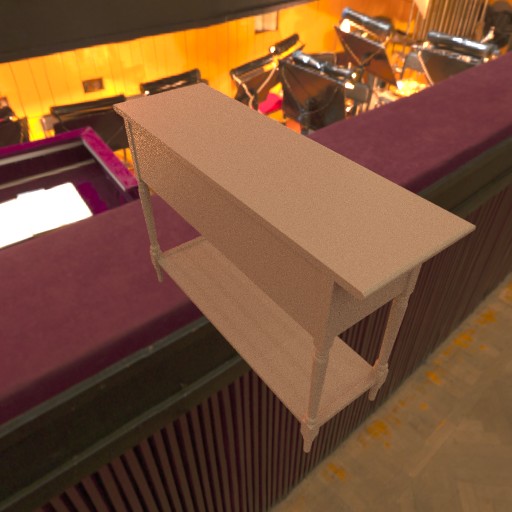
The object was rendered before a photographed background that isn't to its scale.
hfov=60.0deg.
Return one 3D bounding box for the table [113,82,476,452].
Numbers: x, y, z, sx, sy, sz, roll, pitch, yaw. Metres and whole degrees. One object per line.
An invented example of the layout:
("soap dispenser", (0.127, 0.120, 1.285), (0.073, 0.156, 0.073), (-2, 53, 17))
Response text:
("table", (0.000, 0.000, 1.567), (0.384, 0.808, 1.197), (-26, 47, -27))
